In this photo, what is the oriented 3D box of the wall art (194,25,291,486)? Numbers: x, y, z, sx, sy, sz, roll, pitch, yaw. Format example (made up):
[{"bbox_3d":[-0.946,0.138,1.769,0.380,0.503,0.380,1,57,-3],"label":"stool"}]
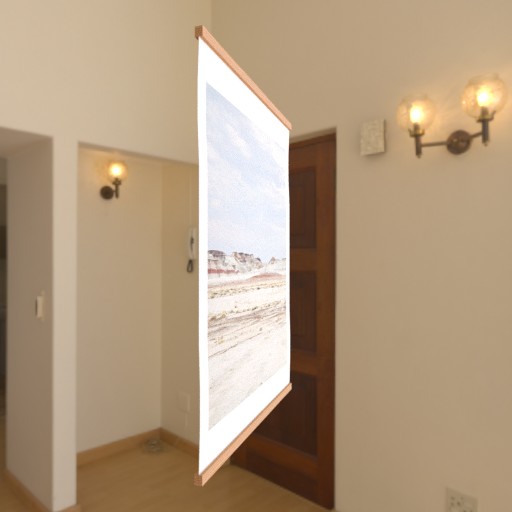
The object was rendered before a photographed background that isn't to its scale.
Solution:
[{"bbox_3d":[0.000,0.000,0.800,0.011,0.605,0.458,0,0,19],"label":"wall art"}]
